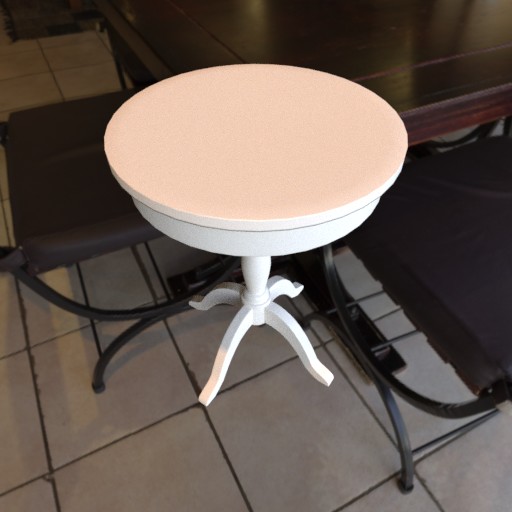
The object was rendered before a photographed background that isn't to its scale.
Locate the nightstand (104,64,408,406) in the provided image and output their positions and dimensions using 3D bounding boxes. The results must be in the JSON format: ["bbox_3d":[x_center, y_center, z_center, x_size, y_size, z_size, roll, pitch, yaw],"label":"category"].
[{"bbox_3d":[0.000,0.000,1.000,0.513,0.653,0.513,34,54,29],"label":"nightstand"}]
